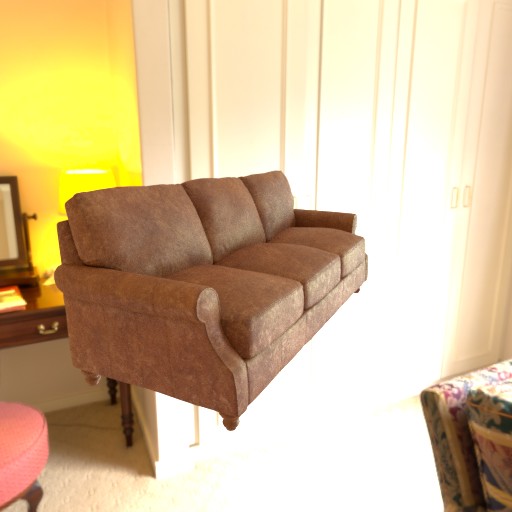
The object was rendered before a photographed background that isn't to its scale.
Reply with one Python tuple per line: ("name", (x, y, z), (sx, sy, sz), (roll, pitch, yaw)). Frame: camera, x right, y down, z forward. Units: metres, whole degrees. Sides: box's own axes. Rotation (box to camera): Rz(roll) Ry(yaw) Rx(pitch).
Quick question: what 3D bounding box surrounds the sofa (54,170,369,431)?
("sofa", (0.000, 0.000, 2.805), (0.973, 0.977, 2.351), (7, 15, 26))
